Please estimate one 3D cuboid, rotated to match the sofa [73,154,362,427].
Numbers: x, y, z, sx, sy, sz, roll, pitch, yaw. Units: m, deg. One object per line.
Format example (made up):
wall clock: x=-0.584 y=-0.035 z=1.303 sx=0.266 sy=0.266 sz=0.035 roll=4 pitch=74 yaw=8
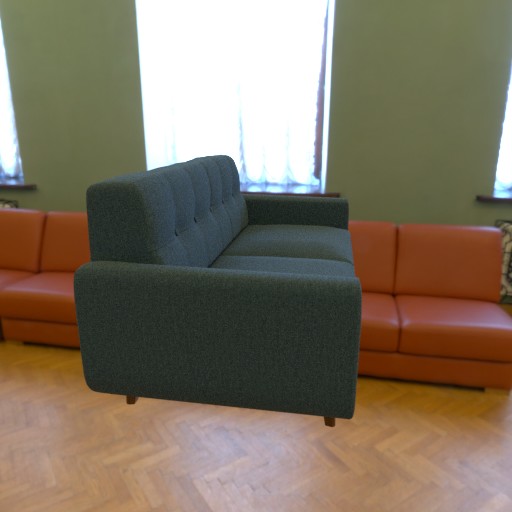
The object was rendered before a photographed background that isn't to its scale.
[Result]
sofa: x=0.000 y=0.000 z=2.167 sx=0.942 sy=0.896 sz=1.651 roll=3 pitch=17 yaw=10
